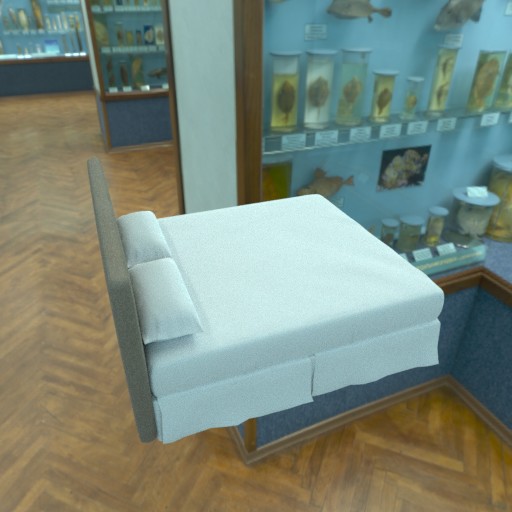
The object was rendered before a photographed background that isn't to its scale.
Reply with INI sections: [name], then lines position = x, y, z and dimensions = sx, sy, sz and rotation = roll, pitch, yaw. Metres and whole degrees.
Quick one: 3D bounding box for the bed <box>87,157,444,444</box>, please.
[bed]
position = 0.000, 0.000, 3.638
dimensions = 2.341, 1.317, 2.119
rotation = -11, 33, -18
